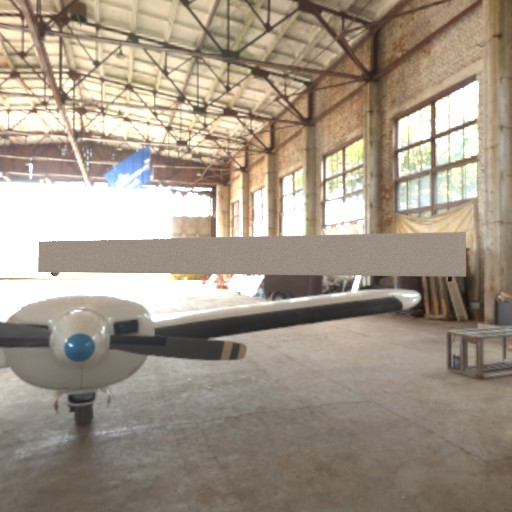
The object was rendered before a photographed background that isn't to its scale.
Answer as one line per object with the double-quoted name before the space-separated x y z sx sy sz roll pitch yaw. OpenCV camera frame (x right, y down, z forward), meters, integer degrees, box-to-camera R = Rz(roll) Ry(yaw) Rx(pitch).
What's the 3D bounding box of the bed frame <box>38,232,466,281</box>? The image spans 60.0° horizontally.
"bed frame" 0.000 0.000 1.546 1.300 0.141 0.670 0 -1 19
